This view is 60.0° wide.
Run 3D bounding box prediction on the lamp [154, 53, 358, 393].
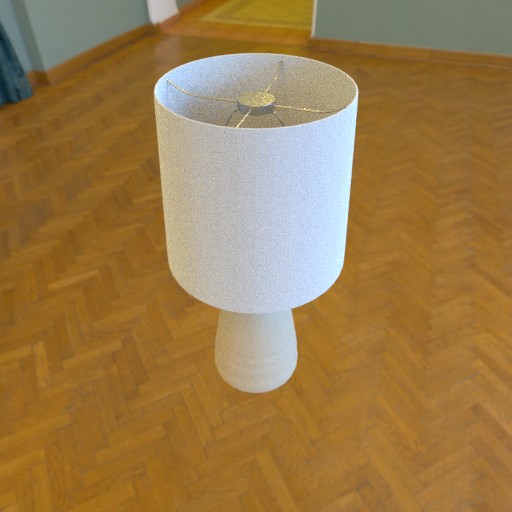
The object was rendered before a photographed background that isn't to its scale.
[{"bbox_3d":[0.000,0.000,0.481,0.186,0.369,0.186,0,41,0],"label":"lamp"}]
